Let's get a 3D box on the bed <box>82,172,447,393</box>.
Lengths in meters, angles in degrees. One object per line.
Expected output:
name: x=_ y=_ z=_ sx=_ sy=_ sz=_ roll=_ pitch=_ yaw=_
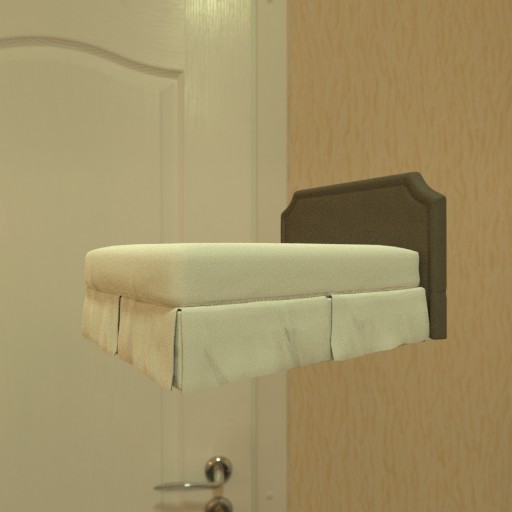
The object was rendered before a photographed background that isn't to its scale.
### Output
bed: x=0.000 y=0.000 z=3.351 sx=2.181 sy=1.297 sz=1.831 roll=-1 pitch=1 yaw=-36
